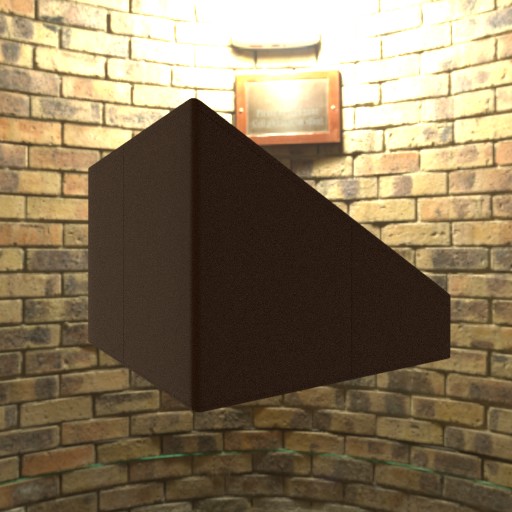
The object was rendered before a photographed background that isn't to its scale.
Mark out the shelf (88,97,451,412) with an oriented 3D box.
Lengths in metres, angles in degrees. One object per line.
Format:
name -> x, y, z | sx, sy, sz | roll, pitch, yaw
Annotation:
shelf -> 0.000, 0.000, 0.491 | 0.292, 0.210, 0.292 | 0, 0, -34
